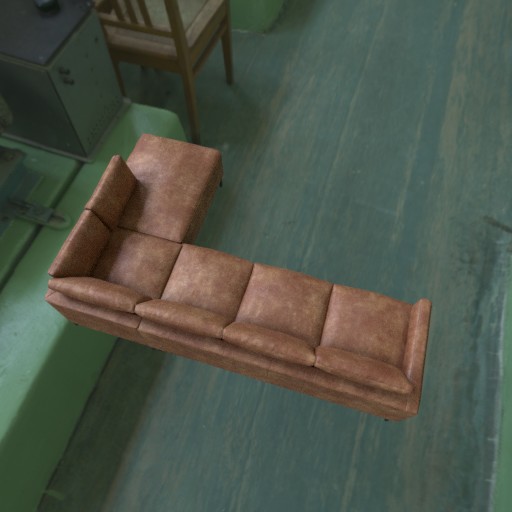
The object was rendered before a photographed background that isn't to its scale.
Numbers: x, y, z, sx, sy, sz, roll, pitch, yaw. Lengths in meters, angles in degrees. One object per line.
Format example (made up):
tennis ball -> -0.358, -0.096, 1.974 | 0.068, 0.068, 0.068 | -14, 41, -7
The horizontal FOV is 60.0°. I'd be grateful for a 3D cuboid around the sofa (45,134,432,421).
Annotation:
sofa -> 0.000, 0.000, 3.901 | 2.984, 0.877, 1.938 | 15, 64, 8
